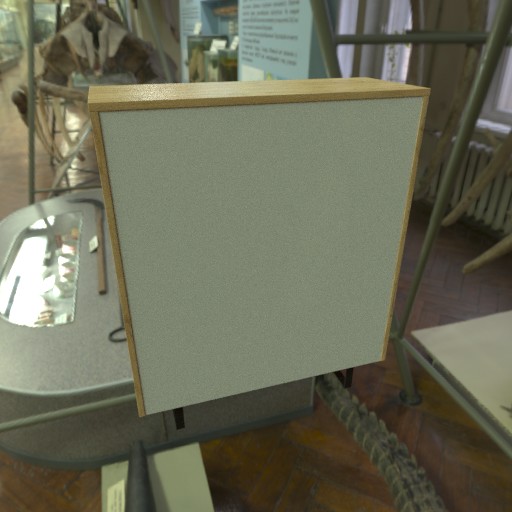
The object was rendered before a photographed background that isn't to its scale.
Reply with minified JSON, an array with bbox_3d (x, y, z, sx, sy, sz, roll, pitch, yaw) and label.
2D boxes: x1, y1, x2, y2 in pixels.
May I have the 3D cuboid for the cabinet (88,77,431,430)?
[{"bbox_3d":[0.000,0.000,1.949,1.168,1.397,0.473,-8,28,-16],"label":"cabinet"}]
